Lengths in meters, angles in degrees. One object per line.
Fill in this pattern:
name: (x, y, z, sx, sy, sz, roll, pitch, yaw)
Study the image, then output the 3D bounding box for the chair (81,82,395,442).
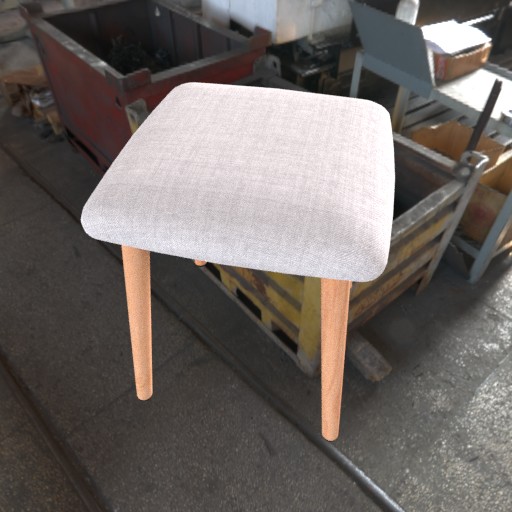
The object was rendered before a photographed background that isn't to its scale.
chair: (0.000, 0.000, 0.698, 0.350, 0.440, 0.350, 9, 47, 9)
